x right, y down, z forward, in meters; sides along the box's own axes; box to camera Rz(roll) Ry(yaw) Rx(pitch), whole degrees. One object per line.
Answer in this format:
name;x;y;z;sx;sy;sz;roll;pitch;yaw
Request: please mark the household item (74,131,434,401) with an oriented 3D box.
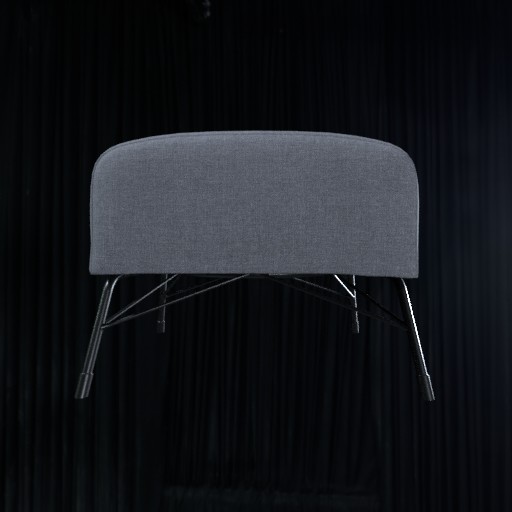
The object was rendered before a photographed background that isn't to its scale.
household item;0.000;0.000;0.906;0.530;0.410;0.530;0;1;1
